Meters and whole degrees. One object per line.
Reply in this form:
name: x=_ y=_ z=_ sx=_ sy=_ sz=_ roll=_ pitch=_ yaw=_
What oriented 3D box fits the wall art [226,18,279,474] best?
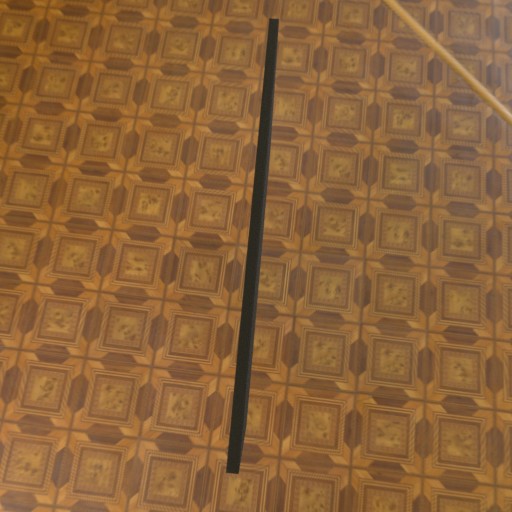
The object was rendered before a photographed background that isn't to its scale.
wall art: x=0.000 y=0.000 z=1.222 sx=0.049 sy=0.659 sz=0.964 roll=6 pitch=76 yaw=2
